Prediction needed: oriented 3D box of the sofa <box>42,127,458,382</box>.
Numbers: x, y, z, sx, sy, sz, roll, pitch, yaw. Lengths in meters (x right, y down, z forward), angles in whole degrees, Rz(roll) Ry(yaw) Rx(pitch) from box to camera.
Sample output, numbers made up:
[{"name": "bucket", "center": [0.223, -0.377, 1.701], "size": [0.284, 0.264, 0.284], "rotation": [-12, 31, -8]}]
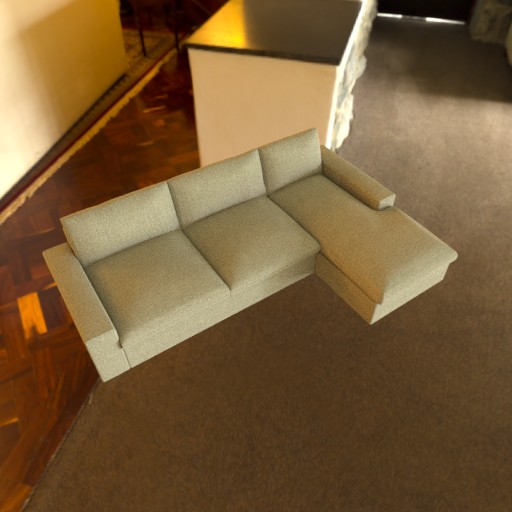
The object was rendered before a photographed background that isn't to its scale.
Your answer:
[{"name": "sofa", "center": [0.000, 0.000, 3.409], "size": [2.718, 0.813, 1.689], "rotation": [-25, 50, -23]}]
